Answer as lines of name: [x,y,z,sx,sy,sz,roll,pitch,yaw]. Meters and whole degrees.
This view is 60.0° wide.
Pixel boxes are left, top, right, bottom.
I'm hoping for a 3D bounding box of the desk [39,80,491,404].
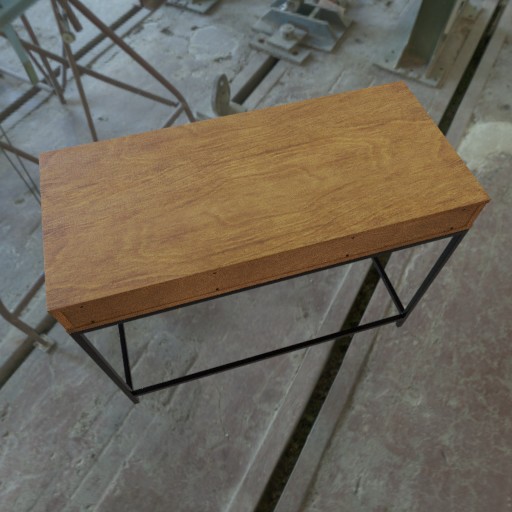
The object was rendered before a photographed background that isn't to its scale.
desk: [0.000,0.000,1.409,1.016,0.762,0.470,-14,59,-9]
